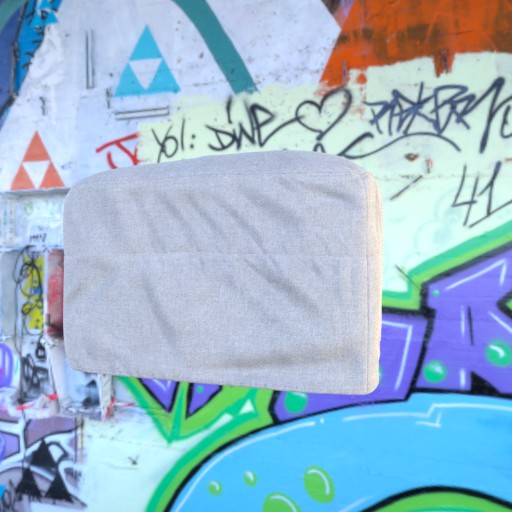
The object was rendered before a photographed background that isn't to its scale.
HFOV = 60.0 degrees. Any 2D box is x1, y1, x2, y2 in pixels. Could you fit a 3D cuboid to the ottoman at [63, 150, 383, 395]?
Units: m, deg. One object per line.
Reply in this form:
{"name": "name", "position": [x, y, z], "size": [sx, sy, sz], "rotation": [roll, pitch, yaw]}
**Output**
{"name": "ottoman", "position": [0.000, 0.000, 1.240], "size": [0.683, 0.481, 0.837], "rotation": [0, 0, 16]}
